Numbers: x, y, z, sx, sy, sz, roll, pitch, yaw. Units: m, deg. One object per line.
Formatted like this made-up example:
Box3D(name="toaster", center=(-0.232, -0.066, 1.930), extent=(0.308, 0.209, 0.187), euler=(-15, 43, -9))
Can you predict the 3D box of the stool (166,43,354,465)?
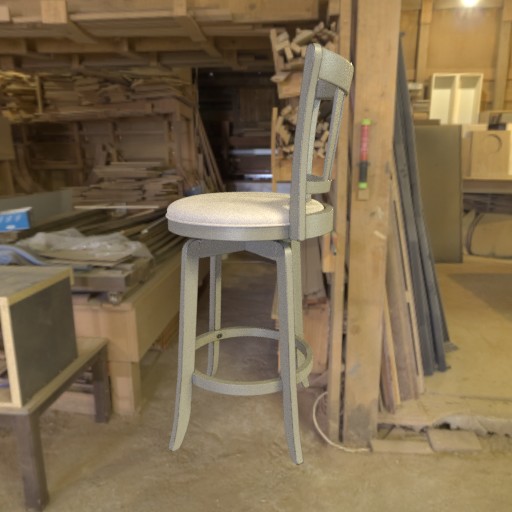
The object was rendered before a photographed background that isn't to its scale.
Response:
Box3D(name="stool", center=(0.000, 0.000, 1.237), extent=(0.486, 0.994, 0.450), euler=(2, 13, 9))
